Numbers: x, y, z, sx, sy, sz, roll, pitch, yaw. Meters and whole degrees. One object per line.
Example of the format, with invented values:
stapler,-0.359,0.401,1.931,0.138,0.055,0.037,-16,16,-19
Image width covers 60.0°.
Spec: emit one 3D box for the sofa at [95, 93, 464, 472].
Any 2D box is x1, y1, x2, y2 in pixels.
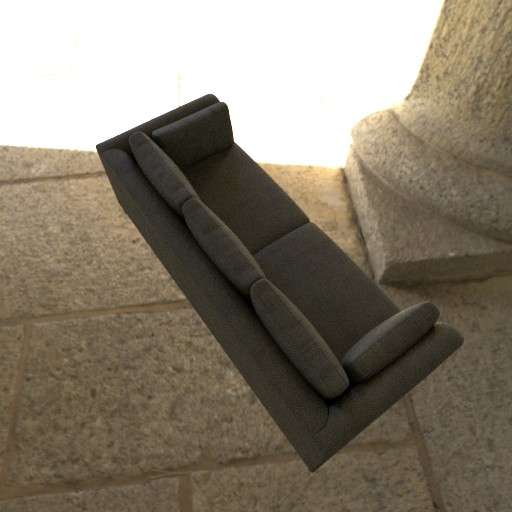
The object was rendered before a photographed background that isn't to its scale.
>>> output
sofa,0.000,0.000,2.913,0.969,0.867,2.415,-32,63,-18
